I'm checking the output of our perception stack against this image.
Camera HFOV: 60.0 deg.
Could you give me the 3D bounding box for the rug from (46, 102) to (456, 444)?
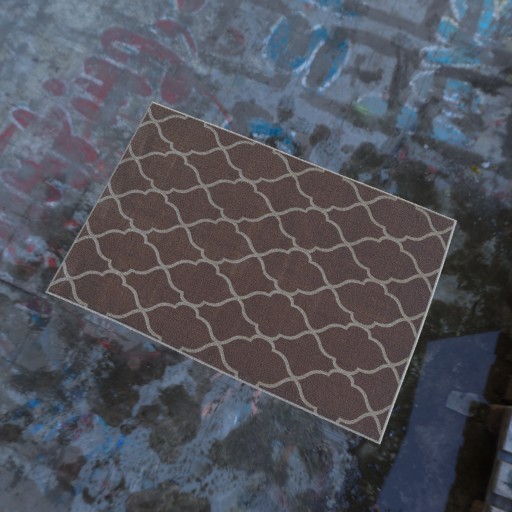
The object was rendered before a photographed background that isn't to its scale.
[{"bbox_3d":[0.000,0.000,2.909,2.294,0.014,1.528,23,77,6],"label":"rug"}]
